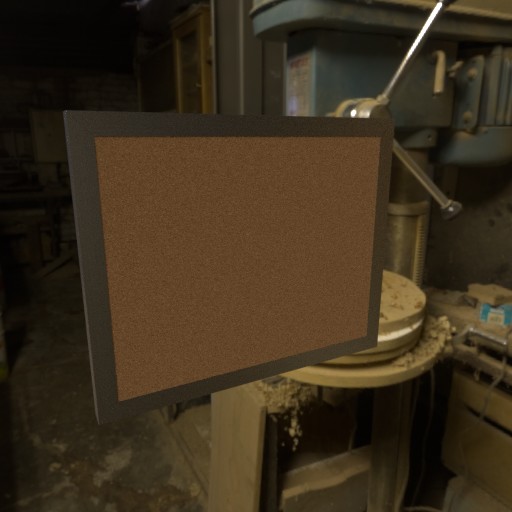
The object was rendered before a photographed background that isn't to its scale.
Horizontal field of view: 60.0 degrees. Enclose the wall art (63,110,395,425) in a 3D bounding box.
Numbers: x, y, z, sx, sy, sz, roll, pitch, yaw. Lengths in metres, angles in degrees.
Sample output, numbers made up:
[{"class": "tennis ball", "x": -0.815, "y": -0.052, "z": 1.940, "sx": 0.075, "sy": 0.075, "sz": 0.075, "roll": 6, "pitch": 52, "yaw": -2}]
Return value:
[{"class": "wall art", "x": 0.000, "y": 0.000, "z": 0.755, "sx": 0.557, "sy": 0.456, "sz": 0.032, "roll": -8, "pitch": 17, "yaw": -27}]
